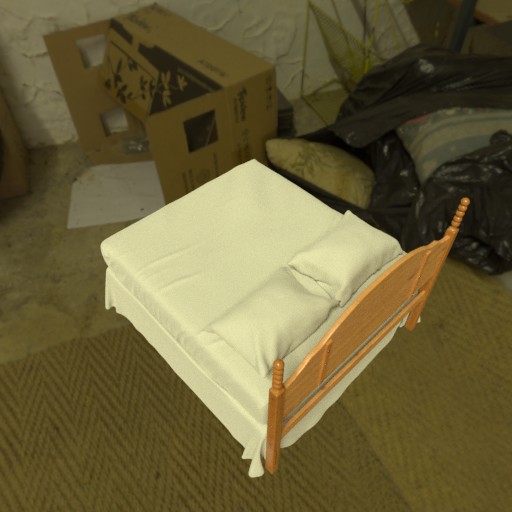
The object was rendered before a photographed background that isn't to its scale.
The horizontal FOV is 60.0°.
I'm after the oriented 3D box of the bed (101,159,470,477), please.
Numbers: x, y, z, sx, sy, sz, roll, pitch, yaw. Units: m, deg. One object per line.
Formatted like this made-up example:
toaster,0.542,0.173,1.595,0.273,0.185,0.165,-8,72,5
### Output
bed,0.000,0.000,3.259,1.873,1.356,2.040,-35,56,-28
